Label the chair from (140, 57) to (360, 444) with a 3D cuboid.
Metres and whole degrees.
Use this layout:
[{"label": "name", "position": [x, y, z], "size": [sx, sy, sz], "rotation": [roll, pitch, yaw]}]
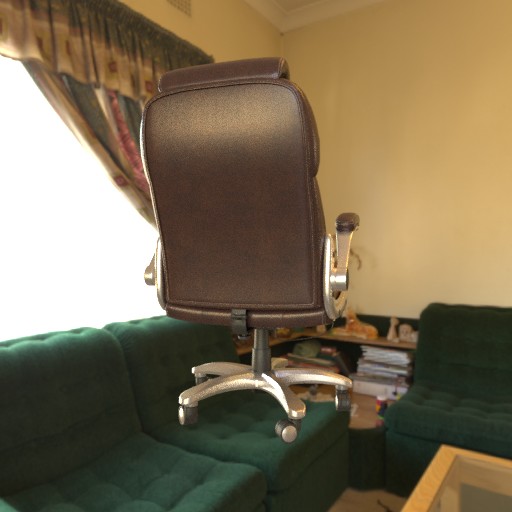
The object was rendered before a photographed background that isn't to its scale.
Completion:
[{"label": "chair", "position": [0.000, 0.000, 1.640], "size": [0.733, 1.160, 0.774], "rotation": [0, 1, 17]}]
